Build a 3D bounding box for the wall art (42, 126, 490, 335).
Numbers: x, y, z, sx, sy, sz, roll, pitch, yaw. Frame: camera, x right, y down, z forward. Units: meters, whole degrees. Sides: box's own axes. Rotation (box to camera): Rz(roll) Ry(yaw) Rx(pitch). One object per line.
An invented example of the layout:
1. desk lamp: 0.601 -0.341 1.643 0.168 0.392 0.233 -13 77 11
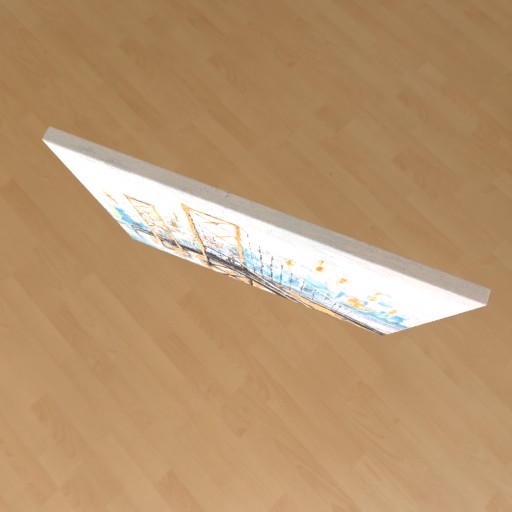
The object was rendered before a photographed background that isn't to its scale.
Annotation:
1. wall art: 0.000 0.000 1.312 1.016 0.762 0.038 21 76 5
